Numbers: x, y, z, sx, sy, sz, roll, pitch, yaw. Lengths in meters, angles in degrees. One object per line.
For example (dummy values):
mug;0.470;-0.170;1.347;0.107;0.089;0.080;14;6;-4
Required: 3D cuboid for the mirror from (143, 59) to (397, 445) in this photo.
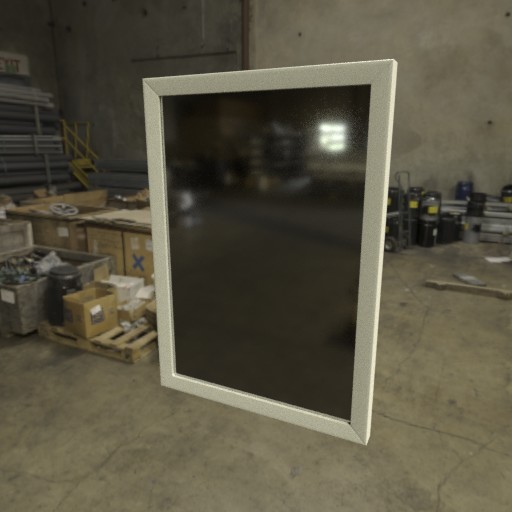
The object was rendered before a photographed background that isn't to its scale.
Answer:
mirror;0.000;0.000;0.916;0.507;0.710;0.040;7;16;26
